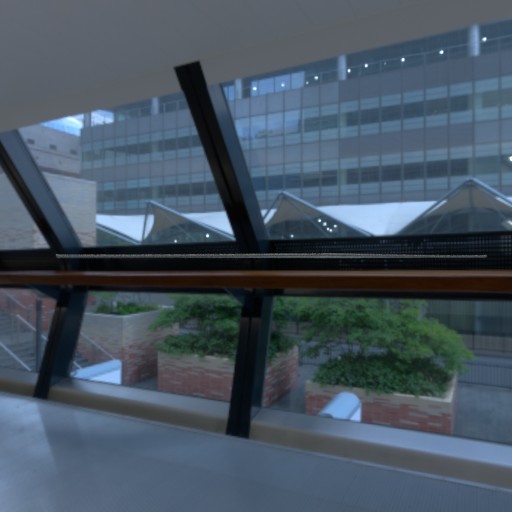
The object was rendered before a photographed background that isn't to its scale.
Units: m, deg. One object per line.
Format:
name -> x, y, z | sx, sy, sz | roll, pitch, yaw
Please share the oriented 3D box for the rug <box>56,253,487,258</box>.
rug -> 0.000, 0.000, 3.006 | 2.338, 0.030, 1.616 | 0, 0, -19
